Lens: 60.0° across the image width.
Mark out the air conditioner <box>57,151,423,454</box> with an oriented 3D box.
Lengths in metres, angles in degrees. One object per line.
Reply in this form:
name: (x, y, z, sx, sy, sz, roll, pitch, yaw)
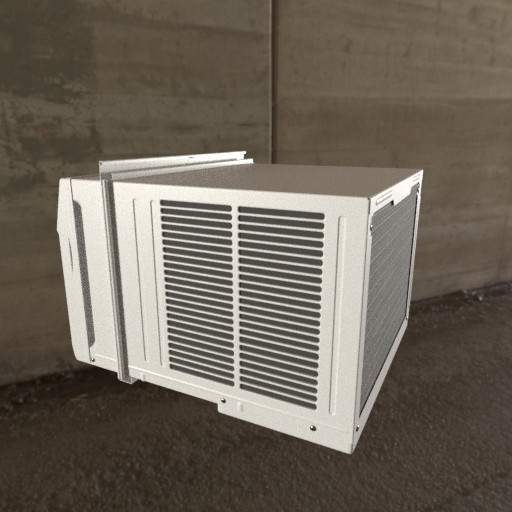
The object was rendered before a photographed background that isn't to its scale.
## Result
air conditioner: (0.000, 0.000, 0.885, 0.546, 0.388, 0.503, 8, 17, 26)
